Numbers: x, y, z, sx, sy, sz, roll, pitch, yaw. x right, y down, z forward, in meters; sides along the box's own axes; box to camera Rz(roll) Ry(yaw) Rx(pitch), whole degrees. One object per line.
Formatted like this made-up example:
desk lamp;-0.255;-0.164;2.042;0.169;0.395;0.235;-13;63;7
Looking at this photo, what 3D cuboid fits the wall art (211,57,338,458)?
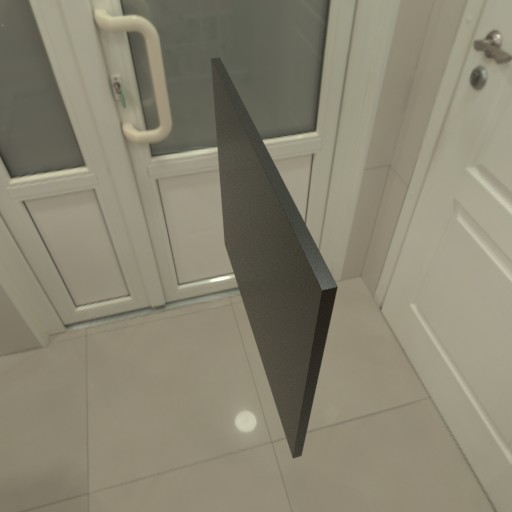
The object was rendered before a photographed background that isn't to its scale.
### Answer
wall art;0.000;0.000;0.550;0.012;0.332;0.383;-11;48;-10
